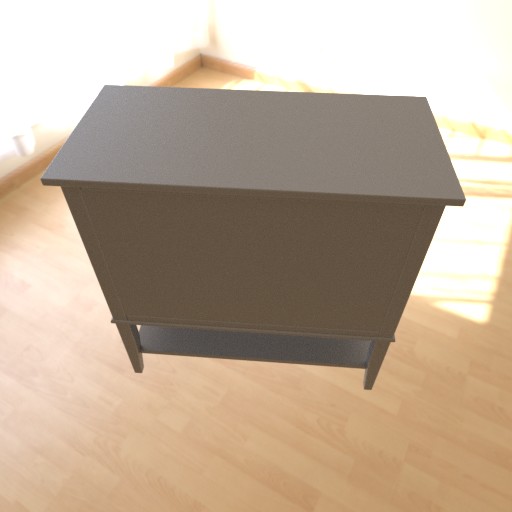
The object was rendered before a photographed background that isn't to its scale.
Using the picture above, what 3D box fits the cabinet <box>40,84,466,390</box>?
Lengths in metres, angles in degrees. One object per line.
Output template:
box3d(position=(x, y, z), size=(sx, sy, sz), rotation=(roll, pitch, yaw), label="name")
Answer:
box3d(position=(0.000, 0.000, 1.247), size=(0.801, 0.780, 0.396), rotation=(3, 47, 3), label="cabinet")
